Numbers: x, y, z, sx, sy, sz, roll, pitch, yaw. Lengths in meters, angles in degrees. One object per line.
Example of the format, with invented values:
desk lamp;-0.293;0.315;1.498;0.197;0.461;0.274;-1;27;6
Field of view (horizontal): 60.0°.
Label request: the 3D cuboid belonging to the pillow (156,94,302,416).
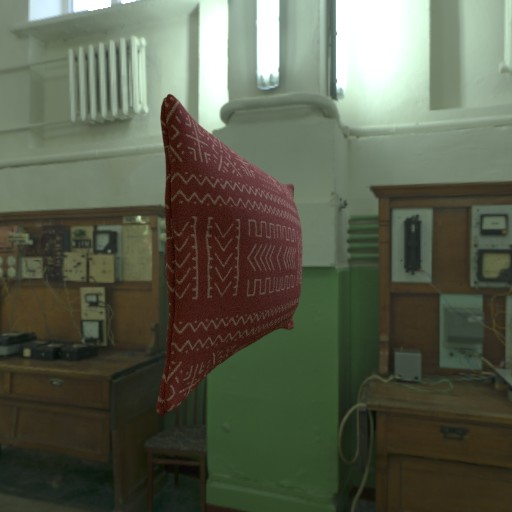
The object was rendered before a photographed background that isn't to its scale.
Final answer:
pillow;0.000;0.000;0.780;0.130;0.352;0.640;0;-1;17
